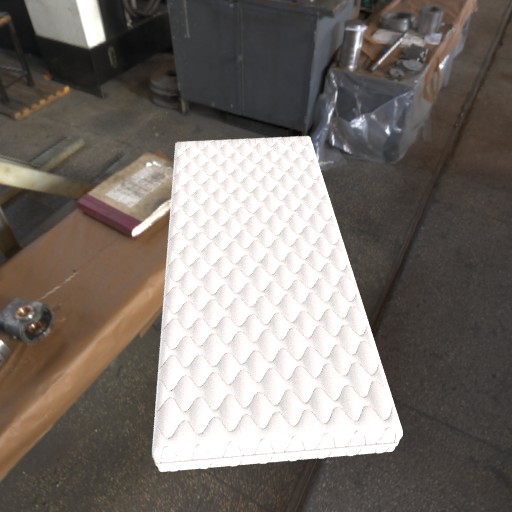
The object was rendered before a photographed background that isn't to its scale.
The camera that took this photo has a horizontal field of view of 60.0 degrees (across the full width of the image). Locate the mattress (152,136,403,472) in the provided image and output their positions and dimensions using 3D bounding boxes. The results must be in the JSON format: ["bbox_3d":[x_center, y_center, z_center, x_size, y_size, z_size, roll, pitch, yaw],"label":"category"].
[{"bbox_3d":[0.000,0.000,2.297,0.900,0.200,2.000,-3,46,-3],"label":"mattress"}]
